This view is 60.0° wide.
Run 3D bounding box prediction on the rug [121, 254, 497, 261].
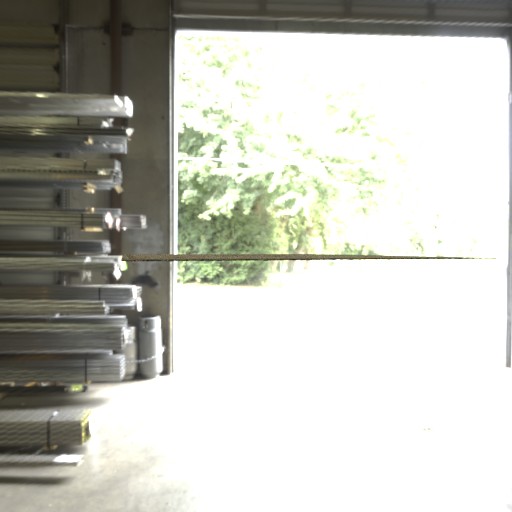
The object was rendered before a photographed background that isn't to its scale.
[{"bbox_3d":[0.000,0.000,4.118,2.379,0.011,3.221,0,1,-17],"label":"rug"}]
